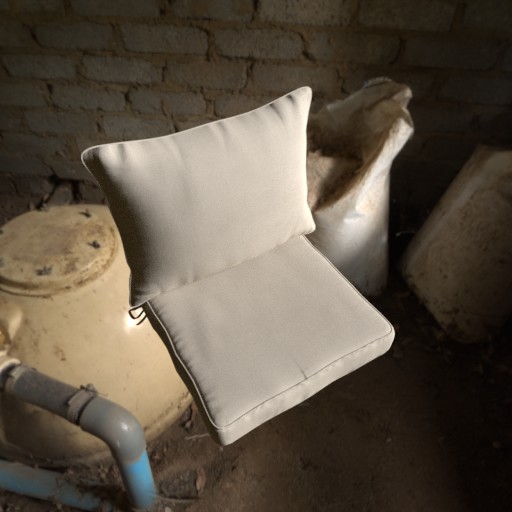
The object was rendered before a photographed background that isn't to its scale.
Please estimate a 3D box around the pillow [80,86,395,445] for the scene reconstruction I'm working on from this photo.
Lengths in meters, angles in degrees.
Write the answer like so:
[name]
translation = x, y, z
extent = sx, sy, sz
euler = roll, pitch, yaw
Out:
[pillow]
translation = 0.000, 0.000, 1.407
extent = 0.798, 0.716, 0.733
euler = -23, 50, -21
